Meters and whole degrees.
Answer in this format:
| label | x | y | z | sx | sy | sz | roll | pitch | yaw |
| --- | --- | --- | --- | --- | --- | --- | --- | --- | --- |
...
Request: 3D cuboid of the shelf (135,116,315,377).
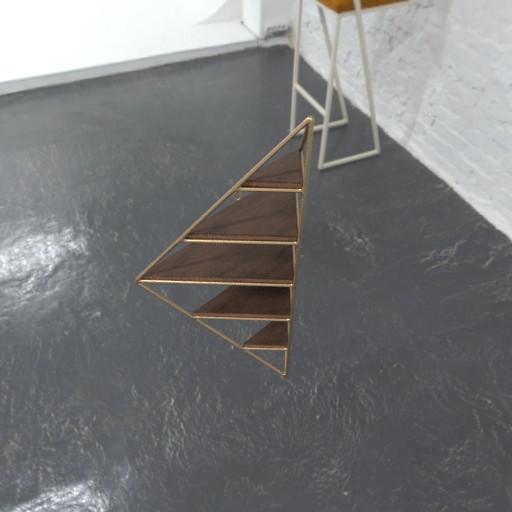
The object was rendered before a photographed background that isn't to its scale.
| label | x | y | z | sx | sy | sz | roll | pitch | yaw |
| --- | --- | --- | --- | --- | --- | --- | --- | --- | --- |
| shelf | 0.000 | 0.000 | 1.174 | 0.564 | 0.913 | 0.294 | -34 | 55 | -28 |
